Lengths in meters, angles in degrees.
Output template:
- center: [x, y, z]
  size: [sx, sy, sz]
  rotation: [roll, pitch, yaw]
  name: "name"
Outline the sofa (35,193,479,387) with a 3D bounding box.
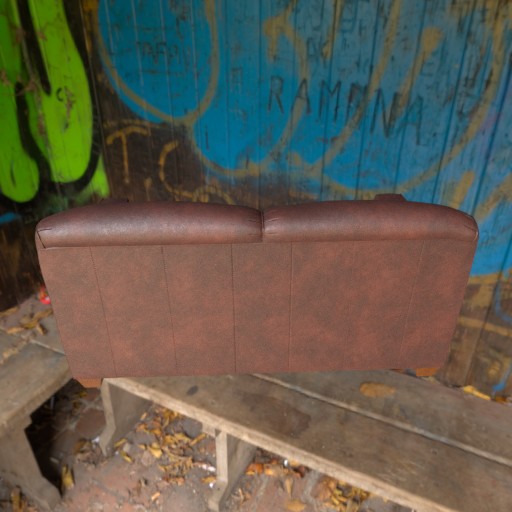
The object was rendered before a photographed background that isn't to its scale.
- center: [0.000, 0.000, 2.397]
  size: [1.856, 0.966, 1.000]
  rotation: [-1, 30, -2]
  name: "sofa"
